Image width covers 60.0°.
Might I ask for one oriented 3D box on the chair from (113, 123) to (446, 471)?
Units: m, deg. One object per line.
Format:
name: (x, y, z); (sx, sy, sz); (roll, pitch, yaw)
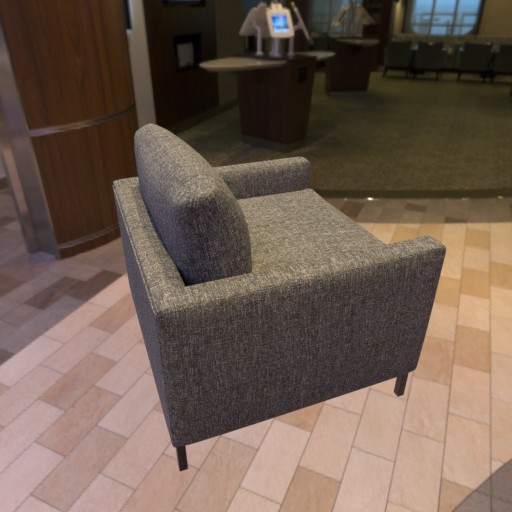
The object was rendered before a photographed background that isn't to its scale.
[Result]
chair: (0.000, 0.000, 1.614); (0.866, 0.861, 0.963); (-11, 31, -19)
